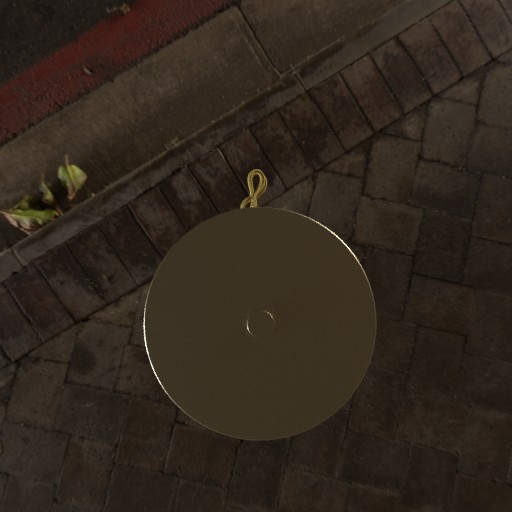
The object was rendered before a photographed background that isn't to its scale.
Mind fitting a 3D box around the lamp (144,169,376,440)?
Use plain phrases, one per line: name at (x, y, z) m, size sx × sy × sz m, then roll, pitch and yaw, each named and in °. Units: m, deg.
lamp at (0.000, 0.000, 0.681) m, size 0.229 × 0.508 × 0.369 m, roll 0°, pitch 89°, yaw -1°
